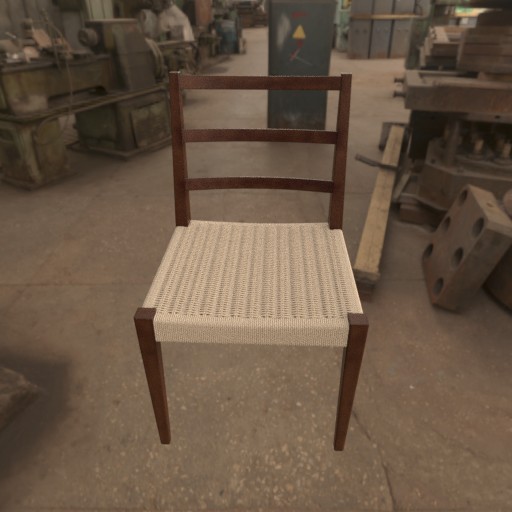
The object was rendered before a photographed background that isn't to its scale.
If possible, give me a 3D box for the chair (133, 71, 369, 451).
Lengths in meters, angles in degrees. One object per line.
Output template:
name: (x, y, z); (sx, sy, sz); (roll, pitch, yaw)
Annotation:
chair: (0.000, 0.000, 1.137); (0.480, 0.813, 0.551); (1, 31, 2)
